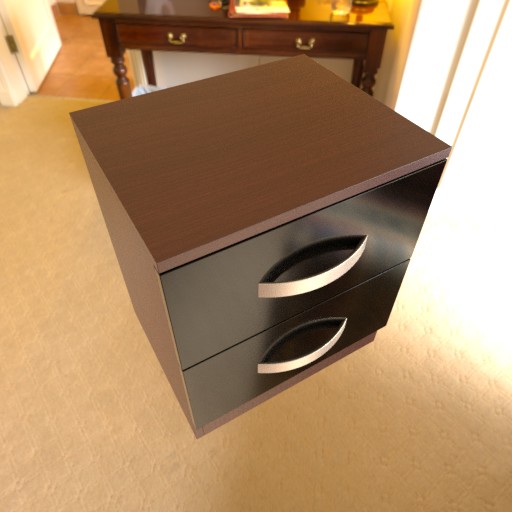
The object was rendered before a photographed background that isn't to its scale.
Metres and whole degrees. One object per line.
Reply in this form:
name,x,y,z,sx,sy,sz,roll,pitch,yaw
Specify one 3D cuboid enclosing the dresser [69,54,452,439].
dresser,0.000,0.000,0.756,0.400,0.470,0.360,-23,51,-20
